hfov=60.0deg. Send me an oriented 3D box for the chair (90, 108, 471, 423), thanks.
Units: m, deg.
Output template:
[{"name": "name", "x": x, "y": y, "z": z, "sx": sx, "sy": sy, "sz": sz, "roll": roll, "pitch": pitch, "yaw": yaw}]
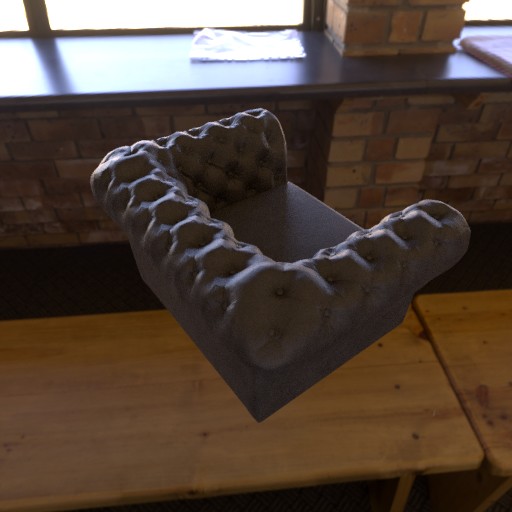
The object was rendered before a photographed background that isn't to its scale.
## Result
[{"name": "chair", "x": 0.000, "y": 0.000, "z": 1.896, "sx": 0.943, "sy": 0.780, "sz": 1.298, "roll": -26, "pitch": 47, "yaw": -27}]
